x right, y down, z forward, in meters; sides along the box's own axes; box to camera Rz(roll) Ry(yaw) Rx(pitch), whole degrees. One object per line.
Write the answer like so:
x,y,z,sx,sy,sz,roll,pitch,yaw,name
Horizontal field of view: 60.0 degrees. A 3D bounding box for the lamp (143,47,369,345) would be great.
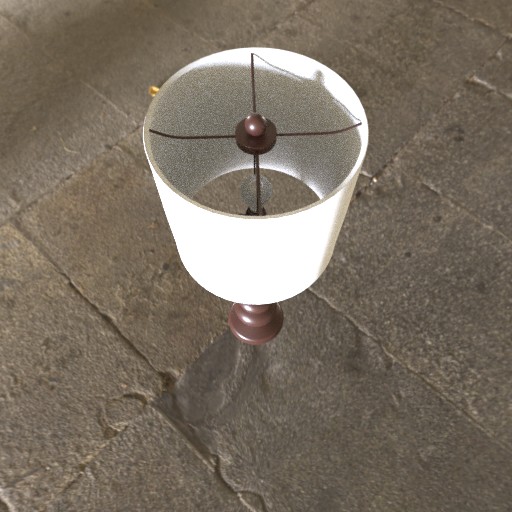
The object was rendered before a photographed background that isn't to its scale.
0.000,0.000,0.797,0.254,0.690,0.254,-2,63,-1,lamp
